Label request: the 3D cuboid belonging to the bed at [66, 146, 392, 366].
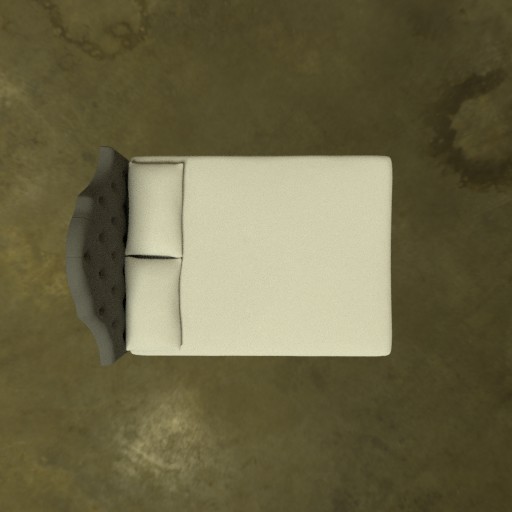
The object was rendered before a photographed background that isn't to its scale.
[{"bbox_3d":[0.000,0.000,3.293,2.155,1.575,1.636,0,90,1],"label":"bed"}]
